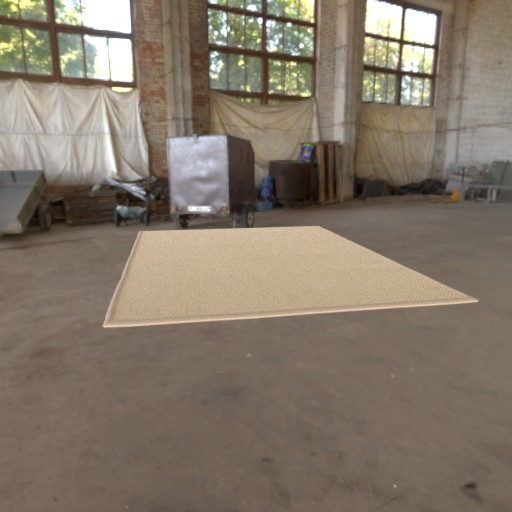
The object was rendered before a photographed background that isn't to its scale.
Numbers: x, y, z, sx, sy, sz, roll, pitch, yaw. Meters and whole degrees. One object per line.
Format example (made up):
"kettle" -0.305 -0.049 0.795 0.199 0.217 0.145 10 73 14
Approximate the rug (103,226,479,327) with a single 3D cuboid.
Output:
"rug" 0.000 0.000 2.712 1.525 0.020 2.081 -2 13 -11
